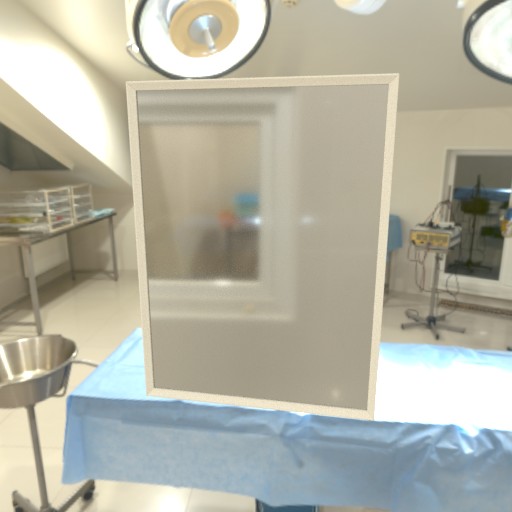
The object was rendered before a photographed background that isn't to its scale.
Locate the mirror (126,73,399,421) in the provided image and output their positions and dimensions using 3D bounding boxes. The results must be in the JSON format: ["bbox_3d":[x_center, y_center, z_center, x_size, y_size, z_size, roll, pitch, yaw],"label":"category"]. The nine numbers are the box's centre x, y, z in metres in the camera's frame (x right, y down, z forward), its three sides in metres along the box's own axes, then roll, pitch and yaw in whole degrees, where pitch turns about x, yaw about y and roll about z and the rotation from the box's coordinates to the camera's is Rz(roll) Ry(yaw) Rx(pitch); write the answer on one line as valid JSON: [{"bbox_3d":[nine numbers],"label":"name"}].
[{"bbox_3d":[0.000,0.000,1.354,0.762,1.016,0.041,3,14,11],"label":"mirror"}]
